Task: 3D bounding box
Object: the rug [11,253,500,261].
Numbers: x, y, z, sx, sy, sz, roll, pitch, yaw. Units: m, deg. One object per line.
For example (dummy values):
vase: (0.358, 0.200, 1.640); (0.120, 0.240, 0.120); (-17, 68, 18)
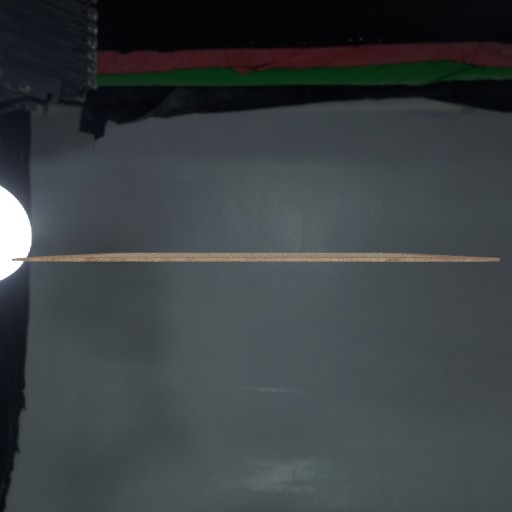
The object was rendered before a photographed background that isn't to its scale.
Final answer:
rug: (0.000, 0.000, 2.262); (1.829, 0.014, 1.219); (0, 1, 1)
